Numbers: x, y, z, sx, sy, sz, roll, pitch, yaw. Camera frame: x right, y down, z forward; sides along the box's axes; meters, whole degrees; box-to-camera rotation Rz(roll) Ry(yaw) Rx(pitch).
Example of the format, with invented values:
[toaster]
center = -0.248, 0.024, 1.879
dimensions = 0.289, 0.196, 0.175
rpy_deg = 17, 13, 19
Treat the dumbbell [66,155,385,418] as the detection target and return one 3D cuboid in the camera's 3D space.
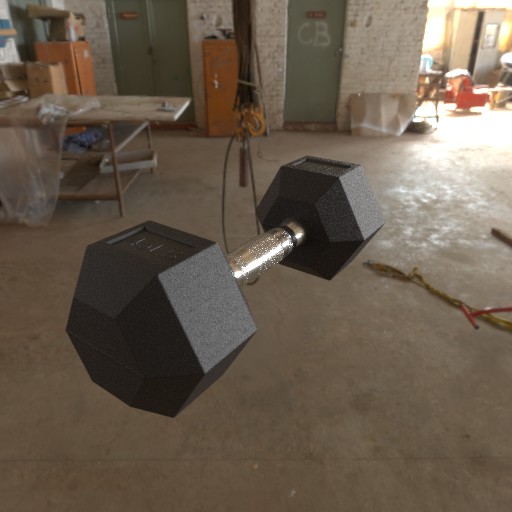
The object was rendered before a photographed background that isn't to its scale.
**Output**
[dumbbell]
center = 0.000, 0.000, 0.430
dimensions = 0.141, 0.123, 0.356
rpy_deg = 18, 32, 31
